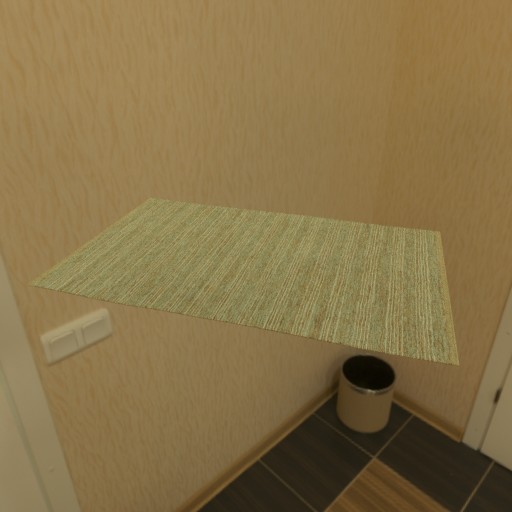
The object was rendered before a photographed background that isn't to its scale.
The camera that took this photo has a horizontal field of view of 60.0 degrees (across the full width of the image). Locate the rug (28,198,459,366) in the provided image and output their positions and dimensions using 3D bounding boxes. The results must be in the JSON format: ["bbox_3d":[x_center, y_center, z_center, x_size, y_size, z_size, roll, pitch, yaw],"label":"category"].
[{"bbox_3d":[0.000,0.000,3.023,2.448,0.012,1.540,8,29,15],"label":"rug"}]
